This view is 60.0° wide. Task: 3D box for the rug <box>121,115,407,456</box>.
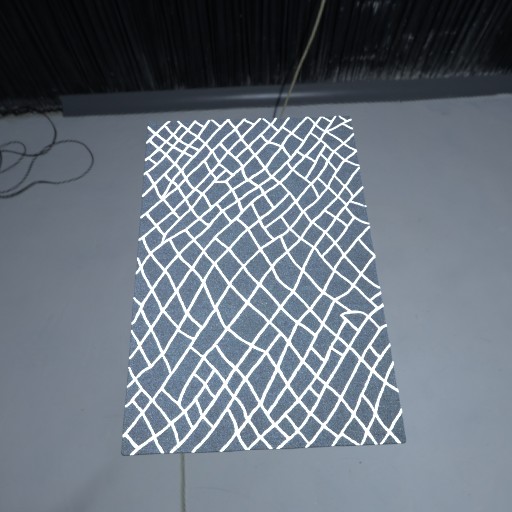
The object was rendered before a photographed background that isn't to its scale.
[{"bbox_3d":[0.000,0.000,2.278,1.223,0.013,1.830,-2,65,-1],"label":"rug"}]
